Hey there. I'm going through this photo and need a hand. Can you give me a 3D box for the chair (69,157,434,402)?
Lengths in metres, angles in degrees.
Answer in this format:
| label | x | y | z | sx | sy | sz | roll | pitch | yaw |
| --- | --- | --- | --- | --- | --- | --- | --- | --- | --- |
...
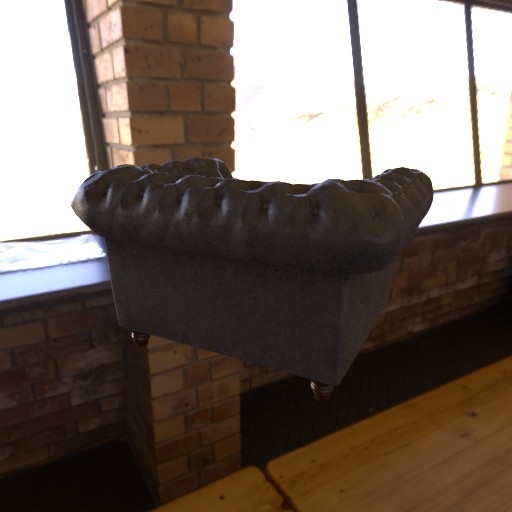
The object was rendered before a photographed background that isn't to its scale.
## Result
| label | x | y | z | sx | sy | sz | roll | pitch | yaw |
| --- | --- | --- | --- | --- | --- | --- | --- | --- | --- |
| chair | 0.000 | 0.000 | 1.912 | 1.298 | 0.780 | 0.943 | 9 | 19 | 26 |
